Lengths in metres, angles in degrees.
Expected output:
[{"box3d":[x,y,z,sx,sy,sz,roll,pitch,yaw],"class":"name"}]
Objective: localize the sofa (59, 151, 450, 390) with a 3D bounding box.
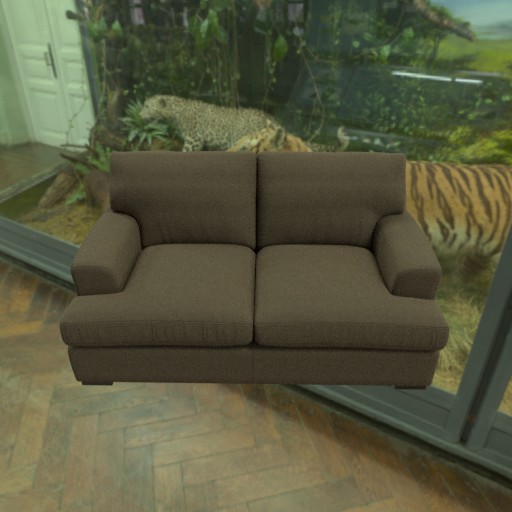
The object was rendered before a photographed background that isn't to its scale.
[{"box3d":[0.000,0.000,2.471,1.869,0.950,1.140,0,30,1],"class":"sofa"}]
